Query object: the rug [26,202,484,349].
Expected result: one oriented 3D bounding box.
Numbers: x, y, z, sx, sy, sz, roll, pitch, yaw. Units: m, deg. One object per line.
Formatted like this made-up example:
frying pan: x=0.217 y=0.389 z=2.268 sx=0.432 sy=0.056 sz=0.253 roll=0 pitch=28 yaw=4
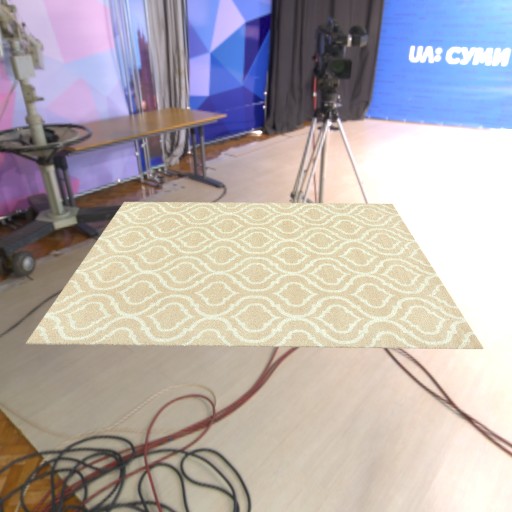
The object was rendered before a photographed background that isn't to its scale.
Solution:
rug: x=0.000 y=0.000 z=3.788 sx=2.894 sy=0.013 sz=2.286 roll=0 pitch=30 yaw=1
